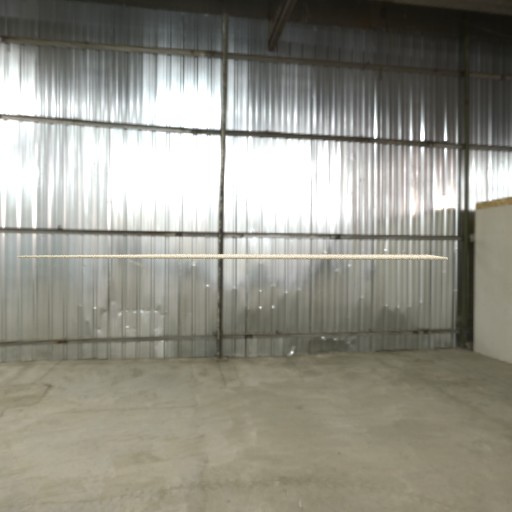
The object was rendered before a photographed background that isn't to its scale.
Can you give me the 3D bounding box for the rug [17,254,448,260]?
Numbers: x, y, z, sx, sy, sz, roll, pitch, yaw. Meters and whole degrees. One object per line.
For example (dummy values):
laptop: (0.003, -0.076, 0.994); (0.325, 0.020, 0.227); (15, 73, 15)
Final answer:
rug: (0.000, 0.000, 4.063); (3.050, 0.015, 2.441); (0, 1, 19)
